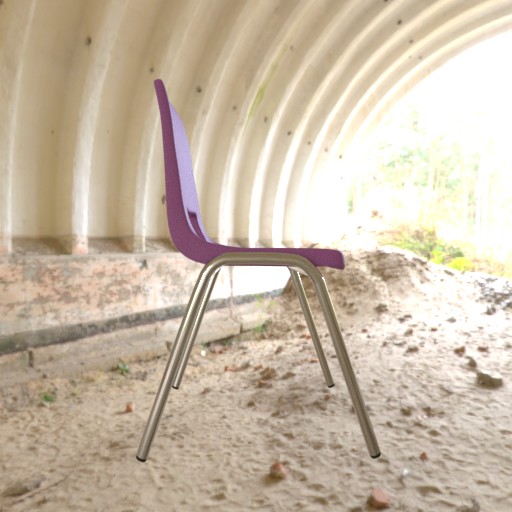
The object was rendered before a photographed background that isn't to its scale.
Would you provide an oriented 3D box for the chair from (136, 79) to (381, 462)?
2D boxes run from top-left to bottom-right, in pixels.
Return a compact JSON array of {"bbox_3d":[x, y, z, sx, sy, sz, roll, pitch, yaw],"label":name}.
[{"bbox_3d":[0.000,0.000,0.678,0.301,0.493,0.291,0,1,-2],"label":"chair"}]
